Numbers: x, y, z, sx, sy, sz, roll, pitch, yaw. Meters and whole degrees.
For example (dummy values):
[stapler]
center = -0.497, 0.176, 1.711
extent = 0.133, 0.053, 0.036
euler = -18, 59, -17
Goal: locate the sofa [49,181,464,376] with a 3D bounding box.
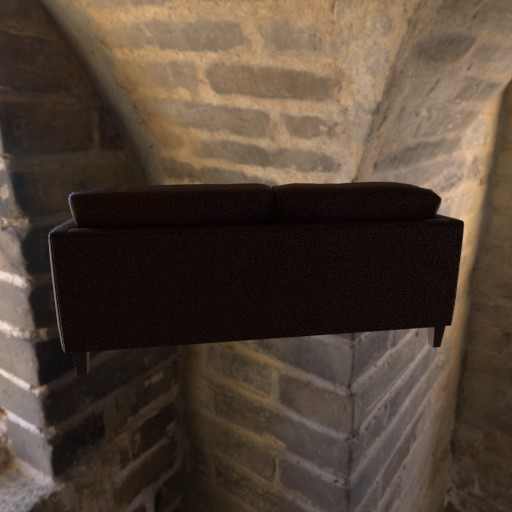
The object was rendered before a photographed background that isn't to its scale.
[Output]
[sofa]
center = 0.000, 0.000, 2.523
extent = 1.971, 0.863, 0.923
euler = -2, 14, -9
